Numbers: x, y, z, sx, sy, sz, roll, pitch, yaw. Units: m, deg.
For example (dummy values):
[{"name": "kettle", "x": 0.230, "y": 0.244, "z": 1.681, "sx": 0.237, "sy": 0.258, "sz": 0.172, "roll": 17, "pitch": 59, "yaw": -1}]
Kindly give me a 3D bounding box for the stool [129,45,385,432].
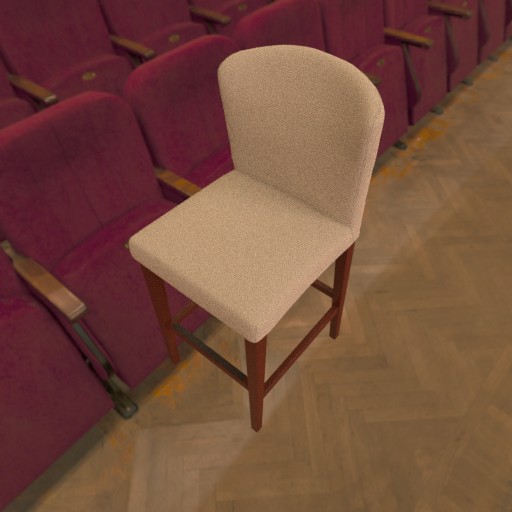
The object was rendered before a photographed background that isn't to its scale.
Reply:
[{"name": "stool", "x": 0.000, "y": 0.000, "z": 1.367, "sx": 0.481, "sy": 1.069, "sz": 0.568, "roll": 31, "pitch": 54, "yaw": 26}]
